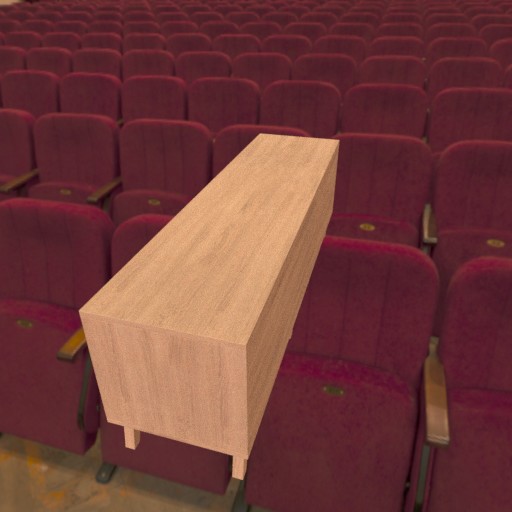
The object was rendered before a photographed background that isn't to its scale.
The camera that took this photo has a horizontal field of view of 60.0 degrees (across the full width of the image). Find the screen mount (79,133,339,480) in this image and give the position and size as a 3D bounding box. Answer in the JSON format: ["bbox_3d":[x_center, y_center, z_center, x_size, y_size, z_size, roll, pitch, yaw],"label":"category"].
[{"bbox_3d":[0.000,0.000,1.708,0.400,0.510,1.500,9,32,14],"label":"screen mount"}]
